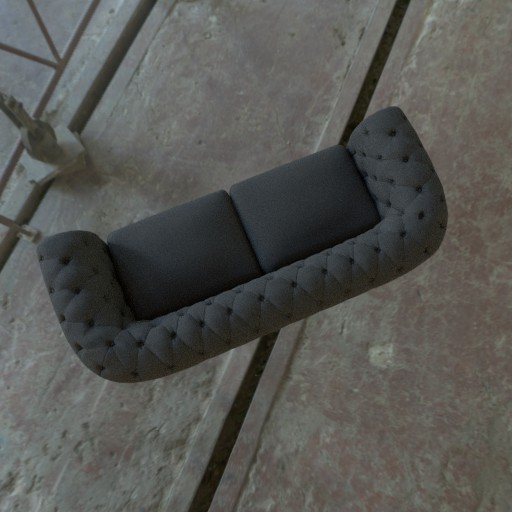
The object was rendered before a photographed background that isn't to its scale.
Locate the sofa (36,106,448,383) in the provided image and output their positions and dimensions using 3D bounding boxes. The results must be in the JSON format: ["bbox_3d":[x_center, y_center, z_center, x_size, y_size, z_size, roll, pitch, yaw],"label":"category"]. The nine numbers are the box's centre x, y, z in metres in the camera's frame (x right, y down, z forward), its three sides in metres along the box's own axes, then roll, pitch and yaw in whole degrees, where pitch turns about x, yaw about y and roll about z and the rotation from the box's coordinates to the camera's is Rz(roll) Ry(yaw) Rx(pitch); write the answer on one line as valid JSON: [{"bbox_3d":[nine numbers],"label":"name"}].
[{"bbox_3d":[0.000,0.000,2.799,2.362,0.762,0.991,-22,76,-6],"label":"sofa"}]
